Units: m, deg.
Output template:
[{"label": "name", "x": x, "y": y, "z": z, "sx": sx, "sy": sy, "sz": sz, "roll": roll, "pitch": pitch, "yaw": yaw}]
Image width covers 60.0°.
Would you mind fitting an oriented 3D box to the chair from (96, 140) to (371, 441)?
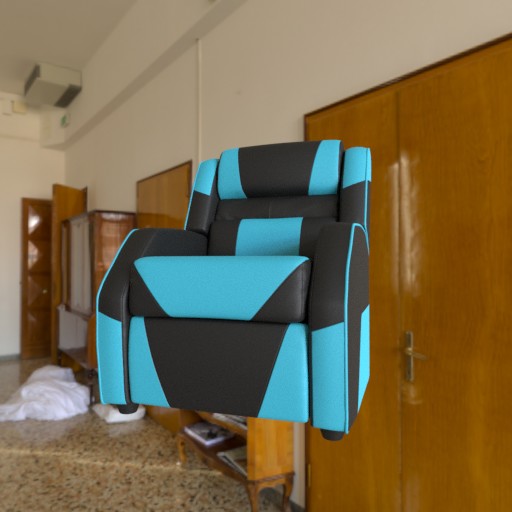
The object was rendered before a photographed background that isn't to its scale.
[{"label": "chair", "x": 0.000, "y": 0.000, "z": 1.299, "sx": 0.620, "sy": 0.805, "sz": 0.672, "roll": 0, "pitch": -1, "yaw": 19}]
